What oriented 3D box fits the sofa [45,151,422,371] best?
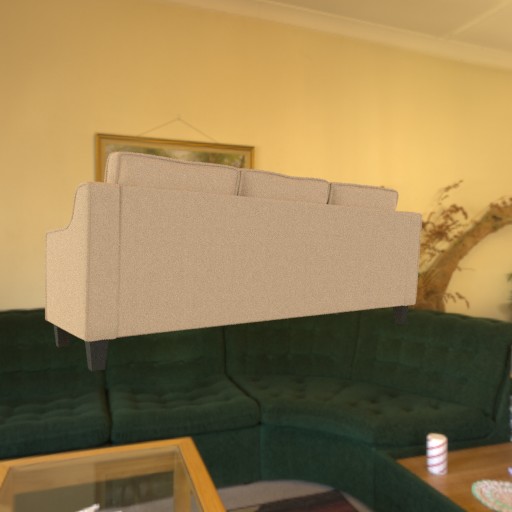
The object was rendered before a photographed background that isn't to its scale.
[{"bbox_3d":[0.000,0.000,2.589,2.131,0.902,0.791,0,0,-36],"label":"sofa"}]
